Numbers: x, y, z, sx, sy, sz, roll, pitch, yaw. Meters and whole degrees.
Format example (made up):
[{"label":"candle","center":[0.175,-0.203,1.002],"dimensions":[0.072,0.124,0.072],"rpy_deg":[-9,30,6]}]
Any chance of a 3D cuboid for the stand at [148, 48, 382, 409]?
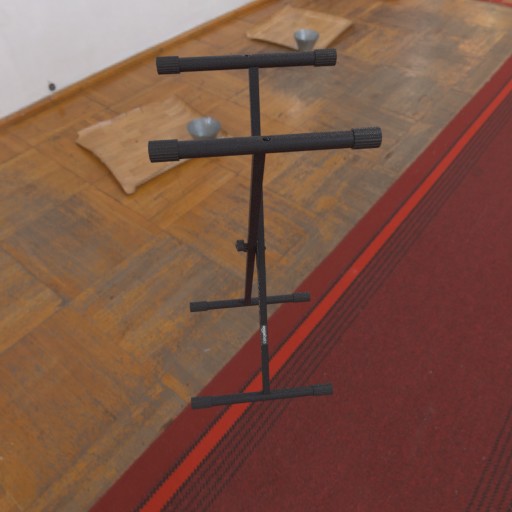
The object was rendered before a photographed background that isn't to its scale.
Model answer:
[{"label":"stand","center":[0.000,0.000,1.197],"dimensions":[0.449,0.940,0.409],"rpy_deg":[-5,47,-4]}]
